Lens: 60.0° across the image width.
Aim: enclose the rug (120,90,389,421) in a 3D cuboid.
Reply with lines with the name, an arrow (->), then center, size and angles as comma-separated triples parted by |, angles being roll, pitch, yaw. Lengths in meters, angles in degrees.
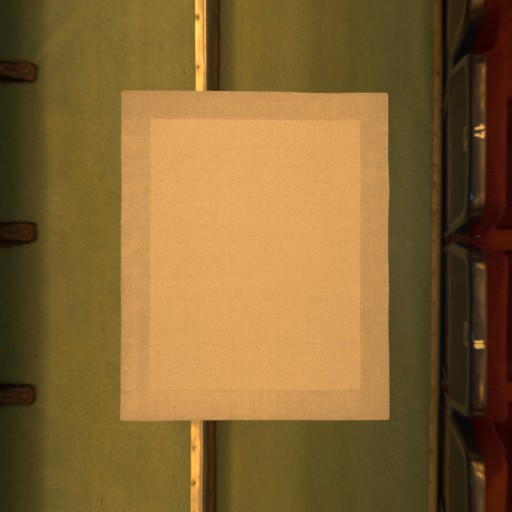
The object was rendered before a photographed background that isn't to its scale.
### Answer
rug -> 0.000, 0.000, 4.001 | 2.430, 0.018, 2.976 | 0, 90, -2
